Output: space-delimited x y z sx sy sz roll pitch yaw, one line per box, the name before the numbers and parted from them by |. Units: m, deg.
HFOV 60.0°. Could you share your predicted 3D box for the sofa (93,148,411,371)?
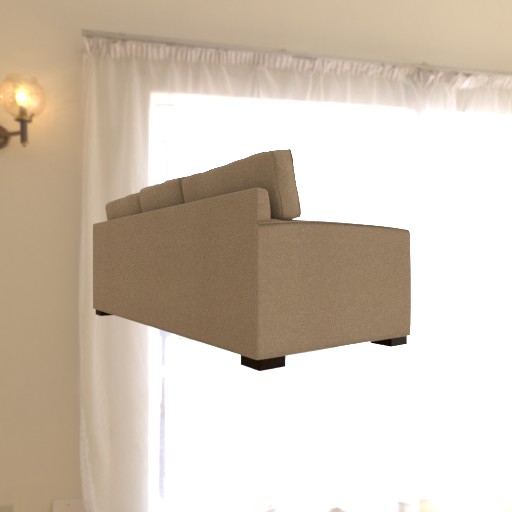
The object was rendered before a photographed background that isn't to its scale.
sofa | 0.000 0.000 2.881 1.496 0.861 2.087 0 0 -36
